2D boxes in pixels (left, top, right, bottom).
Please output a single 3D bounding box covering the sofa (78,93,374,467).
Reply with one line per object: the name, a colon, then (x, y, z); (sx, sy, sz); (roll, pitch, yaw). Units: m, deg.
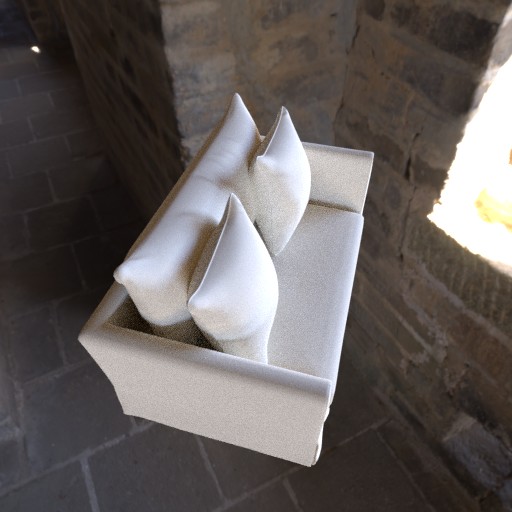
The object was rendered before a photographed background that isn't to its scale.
sofa: (0.000, 0.000, 2.270); (1.026, 1.039, 1.608); (12, 46, 11)
